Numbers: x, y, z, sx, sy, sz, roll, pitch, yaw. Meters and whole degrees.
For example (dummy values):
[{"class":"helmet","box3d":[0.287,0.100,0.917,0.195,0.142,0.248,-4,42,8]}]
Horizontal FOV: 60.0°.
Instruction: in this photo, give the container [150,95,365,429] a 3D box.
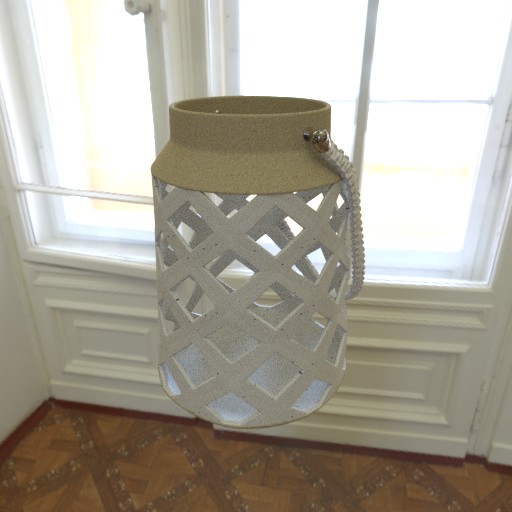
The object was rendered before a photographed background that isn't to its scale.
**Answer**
[{"class":"container","box3d":[0.000,0.000,0.349,0.172,0.229,0.163,-17,30,-31]}]
